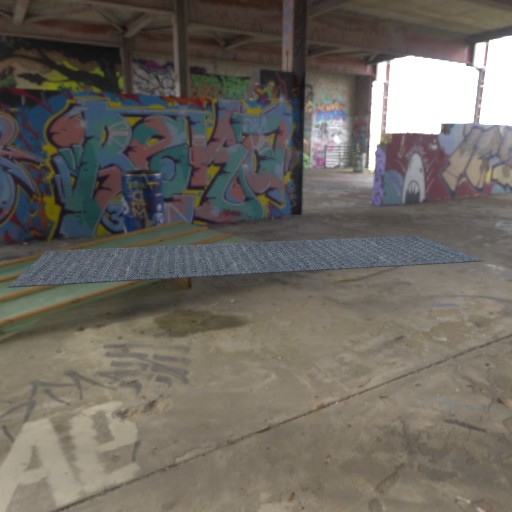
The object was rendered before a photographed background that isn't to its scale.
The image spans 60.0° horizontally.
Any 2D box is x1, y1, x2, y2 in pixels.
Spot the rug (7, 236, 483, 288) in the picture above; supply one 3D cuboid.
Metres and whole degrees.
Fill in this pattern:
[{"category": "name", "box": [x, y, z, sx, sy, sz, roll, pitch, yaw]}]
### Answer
[{"category": "rug", "box": [0.000, 0.000, 2.569, 2.443, 0.008, 0.688, -3, 15, -10]}]
